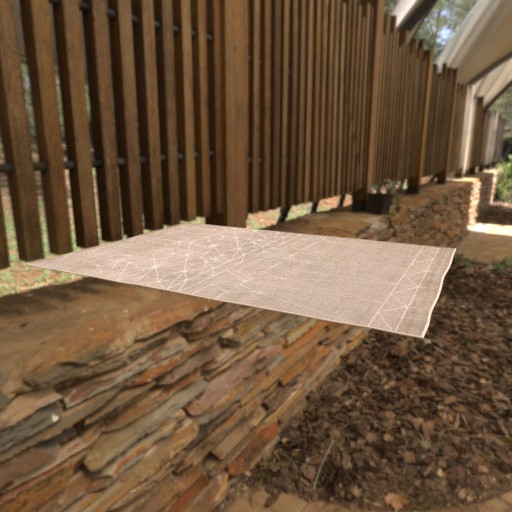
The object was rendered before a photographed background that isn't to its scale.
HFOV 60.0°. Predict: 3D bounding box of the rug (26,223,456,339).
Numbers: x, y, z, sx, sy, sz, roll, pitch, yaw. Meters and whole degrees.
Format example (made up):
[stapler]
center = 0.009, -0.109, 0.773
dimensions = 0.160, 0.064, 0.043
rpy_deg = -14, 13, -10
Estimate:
[rug]
center = 0.000, 0.000, 4.240
dimensions = 3.357, 0.019, 2.449
rpy_deg = 7, 16, 27
